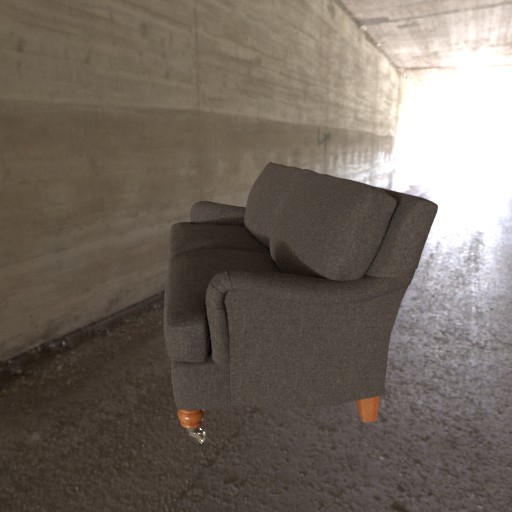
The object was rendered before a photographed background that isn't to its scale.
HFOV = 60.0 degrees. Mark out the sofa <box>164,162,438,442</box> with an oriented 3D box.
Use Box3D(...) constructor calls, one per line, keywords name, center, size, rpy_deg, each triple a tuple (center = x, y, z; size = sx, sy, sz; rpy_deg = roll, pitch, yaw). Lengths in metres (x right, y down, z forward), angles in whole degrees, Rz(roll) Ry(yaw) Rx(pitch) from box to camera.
Box3D(name="sofa", center=(0.000, 0.000, 2.733), size=(1.087, 1.054, 2.160), rpy_deg=(-3, 15, -10))
